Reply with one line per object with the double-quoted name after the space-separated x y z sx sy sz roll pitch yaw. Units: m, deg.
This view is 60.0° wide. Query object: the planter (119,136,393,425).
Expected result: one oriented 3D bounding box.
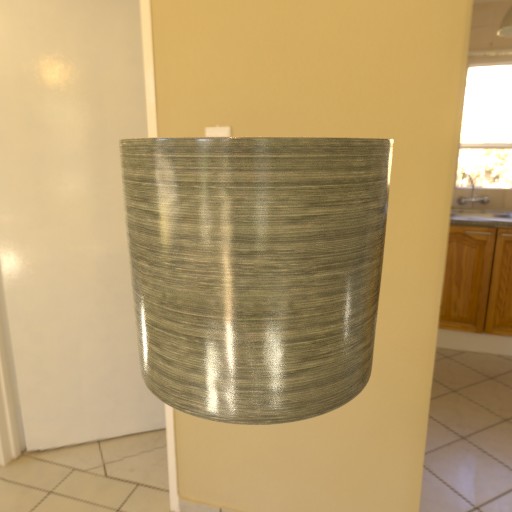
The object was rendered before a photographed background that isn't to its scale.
0.000 0.000 0.397 0.221 0.201 0.221 0 14 0 "planter"
